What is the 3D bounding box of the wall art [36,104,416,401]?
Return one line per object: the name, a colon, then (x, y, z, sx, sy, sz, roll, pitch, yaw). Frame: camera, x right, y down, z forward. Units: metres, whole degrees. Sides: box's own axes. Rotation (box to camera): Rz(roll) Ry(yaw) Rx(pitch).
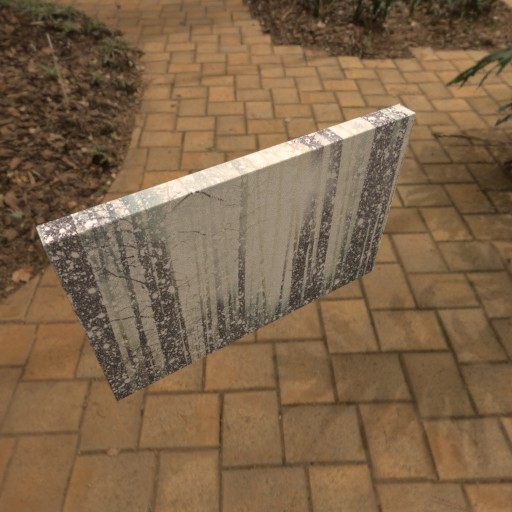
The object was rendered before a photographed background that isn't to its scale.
wall art: (0.000, 0.000, 0.792, 0.618, 0.398, 0.042, -23, 50, -21)
